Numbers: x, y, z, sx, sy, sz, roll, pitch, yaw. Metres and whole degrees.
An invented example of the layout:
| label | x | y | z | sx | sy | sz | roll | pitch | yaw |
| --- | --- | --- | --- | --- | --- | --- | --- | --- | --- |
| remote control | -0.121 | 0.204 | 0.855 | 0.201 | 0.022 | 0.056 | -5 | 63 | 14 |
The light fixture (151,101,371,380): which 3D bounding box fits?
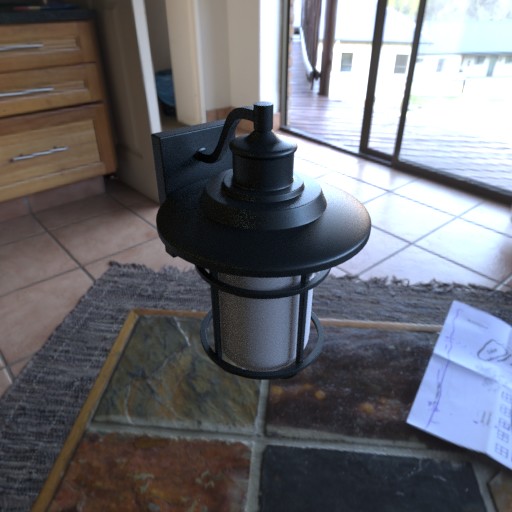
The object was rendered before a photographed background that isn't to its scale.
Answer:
| label | x | y | z | sx | sy | sz | roll | pitch | yaw |
| --- | --- | --- | --- | --- | --- | --- | --- | --- | --- |
| light fixture | 0.000 | 0.000 | 0.511 | 0.222 | 0.345 | 0.252 | -23 | 38 | -32 |
